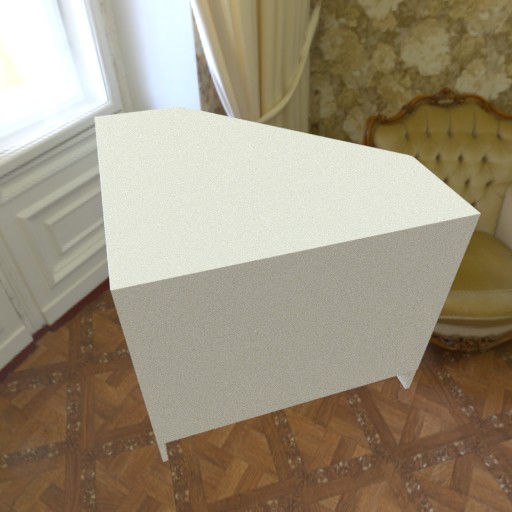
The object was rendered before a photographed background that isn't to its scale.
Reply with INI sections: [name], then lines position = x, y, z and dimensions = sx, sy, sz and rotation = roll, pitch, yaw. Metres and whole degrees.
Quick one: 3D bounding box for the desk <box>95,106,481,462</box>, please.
[desk]
position = 0.000, 0.000, 1.652
dimensions = 0.940, 0.818, 0.926
rotation = -12, 42, -13
